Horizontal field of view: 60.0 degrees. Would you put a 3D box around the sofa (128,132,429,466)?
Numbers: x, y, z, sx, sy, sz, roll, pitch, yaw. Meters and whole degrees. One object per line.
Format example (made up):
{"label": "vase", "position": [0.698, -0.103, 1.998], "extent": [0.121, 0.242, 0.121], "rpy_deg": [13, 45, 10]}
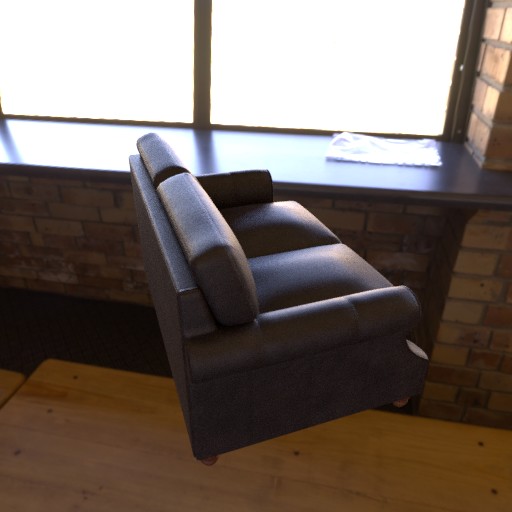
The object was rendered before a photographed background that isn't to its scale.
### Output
{"label": "sofa", "position": [0.000, 0.000, 2.242], "extent": [1.030, 0.979, 1.663], "rpy_deg": [-10, 31, -17]}
